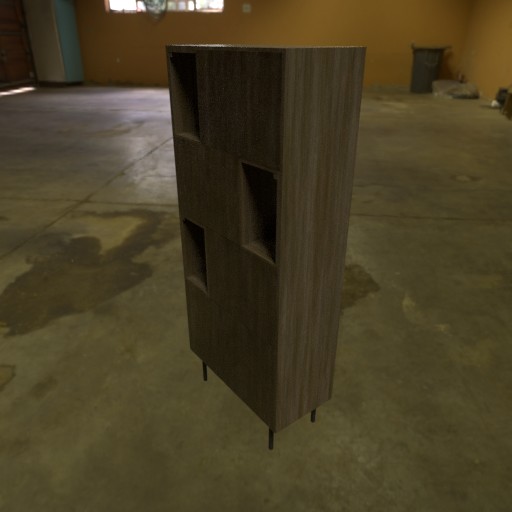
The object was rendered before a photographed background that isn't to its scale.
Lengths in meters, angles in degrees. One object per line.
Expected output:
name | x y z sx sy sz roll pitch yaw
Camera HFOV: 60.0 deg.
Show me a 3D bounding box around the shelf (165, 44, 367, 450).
shelf | 0.000 0.000 1.803 0.323 1.545 0.670 -19 32 -33
